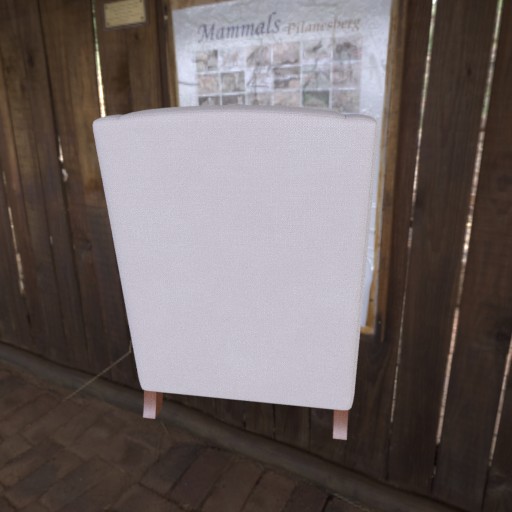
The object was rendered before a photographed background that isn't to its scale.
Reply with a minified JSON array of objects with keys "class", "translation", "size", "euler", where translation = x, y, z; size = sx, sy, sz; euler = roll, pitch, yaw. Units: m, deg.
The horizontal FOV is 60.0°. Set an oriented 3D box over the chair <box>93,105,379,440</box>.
[{"class":"chair","translation":[0.000,0.000,1.600],"size":[0.715,1.010,0.863],"euler":[3,17,9]}]
